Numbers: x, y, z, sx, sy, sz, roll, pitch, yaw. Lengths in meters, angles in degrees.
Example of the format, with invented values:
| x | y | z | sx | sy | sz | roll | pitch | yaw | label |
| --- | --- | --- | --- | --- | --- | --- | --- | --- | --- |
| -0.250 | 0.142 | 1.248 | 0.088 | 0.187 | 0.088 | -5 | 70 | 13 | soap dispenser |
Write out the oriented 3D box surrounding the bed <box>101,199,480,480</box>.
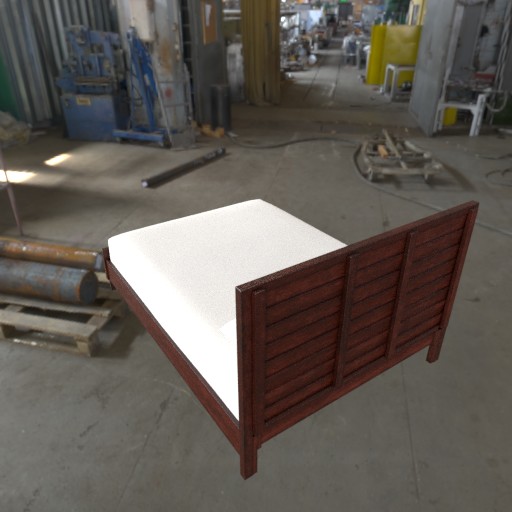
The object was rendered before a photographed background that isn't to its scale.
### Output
| x | y | z | sx | sy | sz | roll | pitch | yaw | label |
| --- | --- | --- | --- | --- | --- | --- | --- | --- | --- |
| 0.000 | 0.000 | 4.033 | 2.040 | 1.492 | 2.803 | -18 | 34 | -30 | bed |
